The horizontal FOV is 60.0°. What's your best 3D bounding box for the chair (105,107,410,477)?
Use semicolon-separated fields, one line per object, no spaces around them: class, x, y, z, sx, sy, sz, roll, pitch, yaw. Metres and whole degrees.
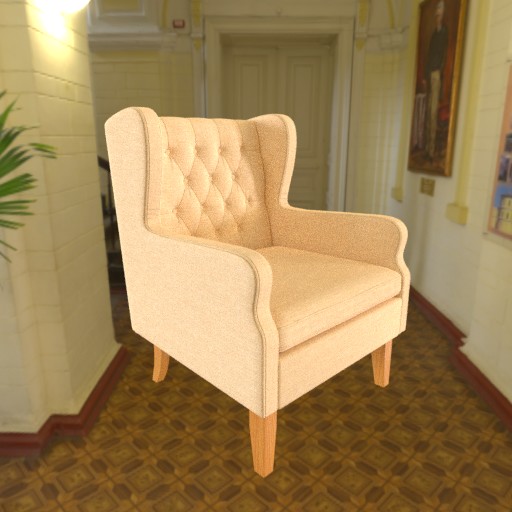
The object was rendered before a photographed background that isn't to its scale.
chair;0.000;0.000;1.473;0.710;0.930;0.760;-15;21;-43
